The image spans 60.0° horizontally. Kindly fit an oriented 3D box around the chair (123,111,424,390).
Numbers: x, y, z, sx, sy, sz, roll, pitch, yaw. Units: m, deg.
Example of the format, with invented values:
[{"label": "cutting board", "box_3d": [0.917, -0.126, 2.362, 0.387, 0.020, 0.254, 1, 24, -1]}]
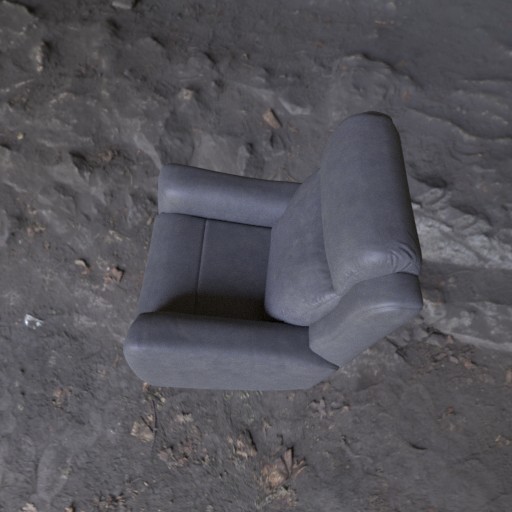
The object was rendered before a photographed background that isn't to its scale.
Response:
[{"label": "chair", "box_3d": [0.000, 0.000, 1.936, 1.068, 1.116, 0.967, 2, 59, 1]}]
